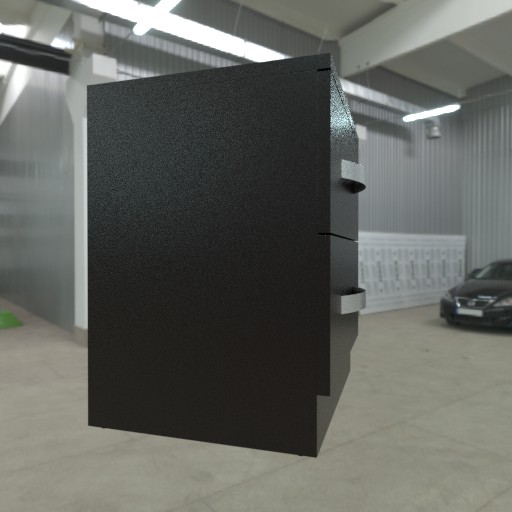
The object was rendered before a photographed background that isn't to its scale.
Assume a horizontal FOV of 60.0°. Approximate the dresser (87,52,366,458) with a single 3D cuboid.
[{"bbox_3d":[0.000,0.000,0.746,0.360,0.470,0.400,0,1,17],"label":"dresser"}]
